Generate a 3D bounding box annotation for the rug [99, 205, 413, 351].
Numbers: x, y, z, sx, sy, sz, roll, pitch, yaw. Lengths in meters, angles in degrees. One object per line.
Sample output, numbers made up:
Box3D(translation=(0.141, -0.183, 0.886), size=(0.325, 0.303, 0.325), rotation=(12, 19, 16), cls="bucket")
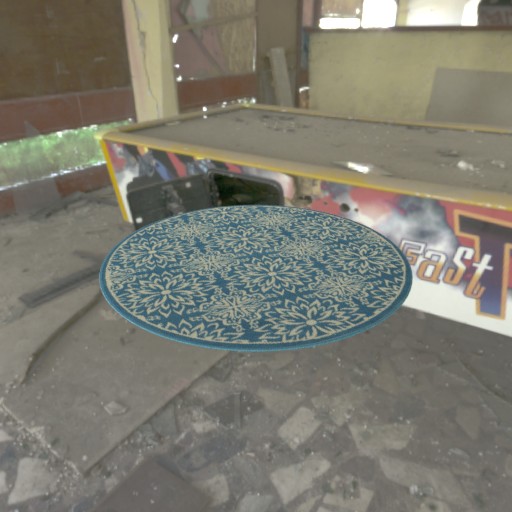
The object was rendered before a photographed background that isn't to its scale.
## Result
Box3D(translation=(0.000, 0.000, 2.363), size=(1.593, 0.012, 1.593), rotation=(0, 26, 0), cls="rug")
